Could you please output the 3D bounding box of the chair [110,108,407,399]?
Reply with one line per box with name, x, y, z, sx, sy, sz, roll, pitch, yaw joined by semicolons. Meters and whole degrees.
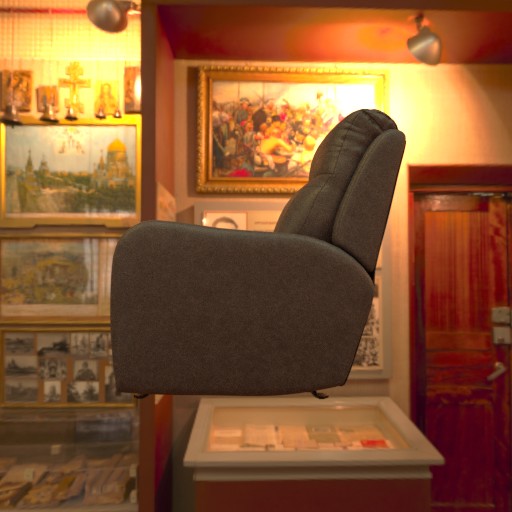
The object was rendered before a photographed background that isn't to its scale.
chair;0.000;0.000;1.878;1.067;1.067;0.865;0;-2;0
